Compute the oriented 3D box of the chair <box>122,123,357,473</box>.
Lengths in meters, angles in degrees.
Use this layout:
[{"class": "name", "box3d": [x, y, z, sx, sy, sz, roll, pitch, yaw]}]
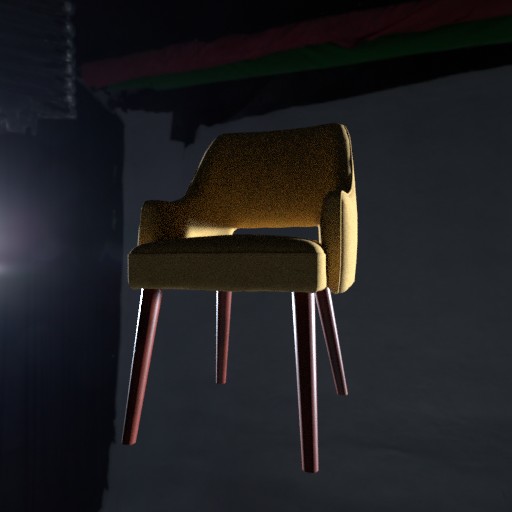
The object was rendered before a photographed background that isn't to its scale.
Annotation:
[{"class": "chair", "box3d": [0.000, 0.000, 1.213, 0.548, 0.849, 0.605, 0, -1, 18]}]
